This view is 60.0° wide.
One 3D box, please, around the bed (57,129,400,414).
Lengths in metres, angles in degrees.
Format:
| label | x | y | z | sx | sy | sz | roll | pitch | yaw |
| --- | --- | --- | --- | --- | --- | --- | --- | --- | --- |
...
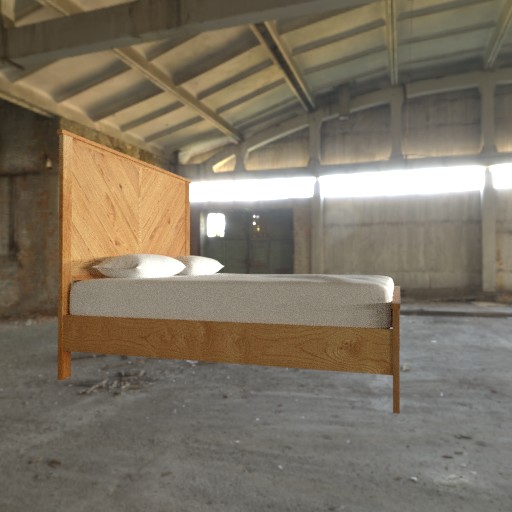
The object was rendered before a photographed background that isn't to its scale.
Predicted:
| label | x | y | z | sx | sy | sz | roll | pitch | yaw |
| --- | --- | --- | --- | --- | --- | --- | --- | --- | --- |
| bed | 0.000 | 0.000 | 3.562 | 2.201 | 1.686 | 1.936 | 0 | -1 | 18 |
